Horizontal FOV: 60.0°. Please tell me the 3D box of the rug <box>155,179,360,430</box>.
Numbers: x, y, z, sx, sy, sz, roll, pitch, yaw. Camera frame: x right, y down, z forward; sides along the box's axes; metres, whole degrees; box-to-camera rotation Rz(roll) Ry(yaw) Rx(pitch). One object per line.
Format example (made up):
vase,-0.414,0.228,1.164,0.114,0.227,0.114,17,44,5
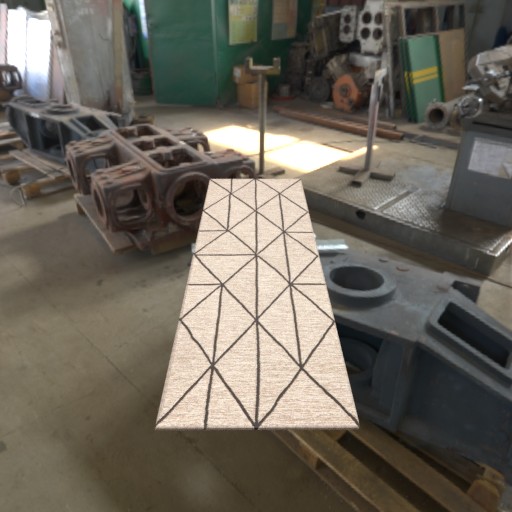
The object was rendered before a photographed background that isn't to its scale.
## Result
rug,0.000,0.000,2.677,0.762,0.012,2.438,0,32,0
